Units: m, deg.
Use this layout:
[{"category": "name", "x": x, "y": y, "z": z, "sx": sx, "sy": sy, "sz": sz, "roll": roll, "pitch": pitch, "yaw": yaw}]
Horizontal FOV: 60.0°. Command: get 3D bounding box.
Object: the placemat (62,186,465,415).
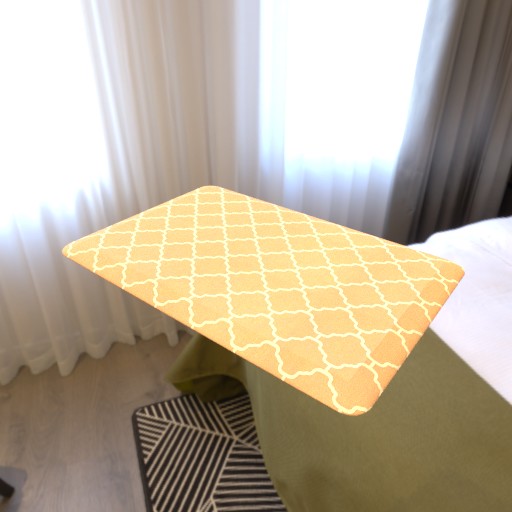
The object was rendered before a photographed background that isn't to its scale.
[{"category": "placemat", "x": 0.000, "y": 0.000, "z": 0.974, "sx": 0.762, "sy": 0.021, "sz": 0.508, "roll": 22, "pitch": 37, "yaw": 32}]
